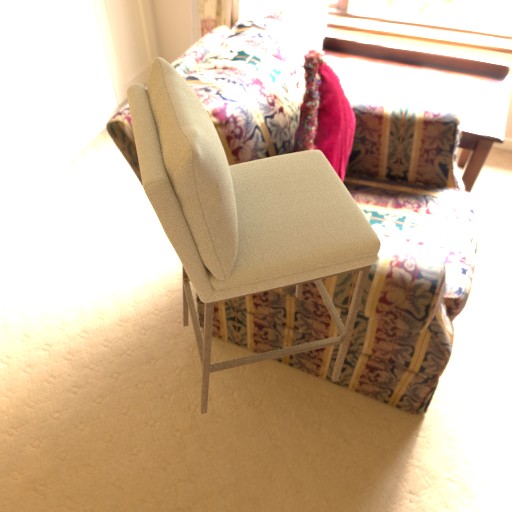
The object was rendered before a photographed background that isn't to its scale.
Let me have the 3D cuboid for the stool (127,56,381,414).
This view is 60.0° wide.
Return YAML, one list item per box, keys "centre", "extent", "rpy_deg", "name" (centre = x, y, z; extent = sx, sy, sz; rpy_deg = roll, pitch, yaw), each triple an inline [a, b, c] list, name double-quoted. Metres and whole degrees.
- centre: [0.000, 0.000, 1.400]
  extent: [0.572, 1.125, 0.463]
  rpy_deg: [-12, 48, -11]
  name: "stool"
